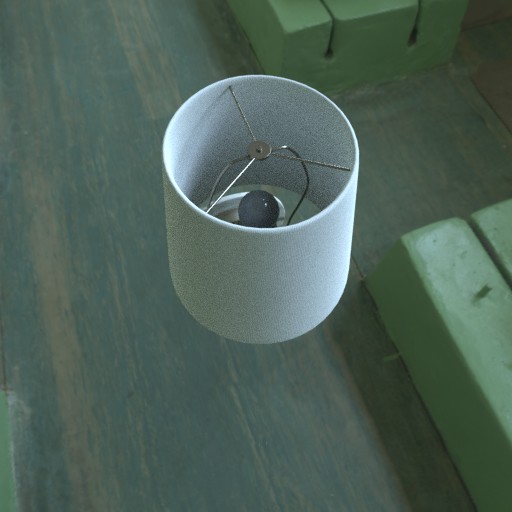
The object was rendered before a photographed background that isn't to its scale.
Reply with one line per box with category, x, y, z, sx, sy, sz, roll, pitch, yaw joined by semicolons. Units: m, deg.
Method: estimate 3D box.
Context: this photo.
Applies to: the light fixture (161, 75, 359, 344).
light fixture;0.000;0.000;0.436;0.168;0.337;0.188;-18;64;-9
